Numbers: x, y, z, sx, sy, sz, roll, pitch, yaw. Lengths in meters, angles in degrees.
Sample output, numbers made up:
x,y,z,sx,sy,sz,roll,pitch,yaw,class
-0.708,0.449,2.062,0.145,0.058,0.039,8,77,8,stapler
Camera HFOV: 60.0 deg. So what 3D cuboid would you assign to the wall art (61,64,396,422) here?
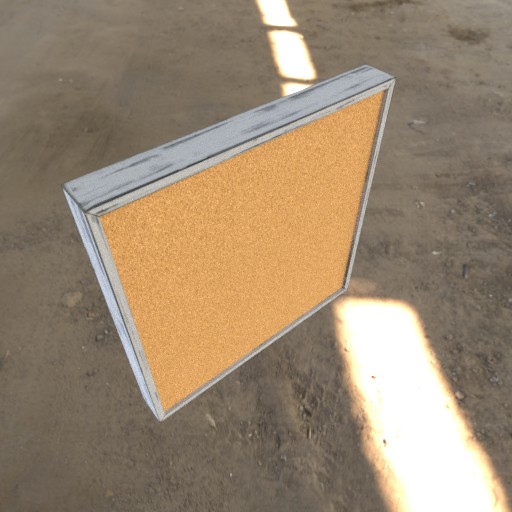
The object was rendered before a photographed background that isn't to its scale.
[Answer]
x,y,z,sx,sy,sz,roll,pitch,yaw,class
0.000,0.000,0.458,0.303,0.303,0.036,-30,53,-26,wall art
